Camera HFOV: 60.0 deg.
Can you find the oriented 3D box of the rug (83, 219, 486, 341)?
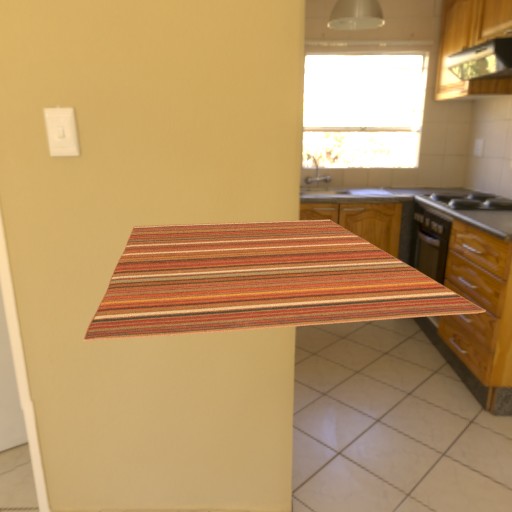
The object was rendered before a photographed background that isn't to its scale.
[{"bbox_3d":[0.000,0.000,4.090,2.479,0.023,3.092,-3,16,-9],"label":"rug"}]
